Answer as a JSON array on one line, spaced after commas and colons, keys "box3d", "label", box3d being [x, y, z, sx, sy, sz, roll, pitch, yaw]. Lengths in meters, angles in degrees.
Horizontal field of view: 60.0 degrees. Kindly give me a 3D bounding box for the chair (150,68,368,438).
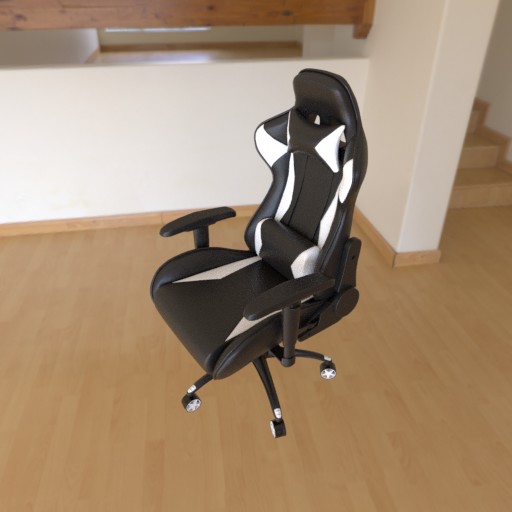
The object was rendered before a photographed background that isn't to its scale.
[{"box3d": [0.000, 0.000, 1.696, 0.695, 1.285, 0.730, -20, 37, -29], "label": "chair"}]
